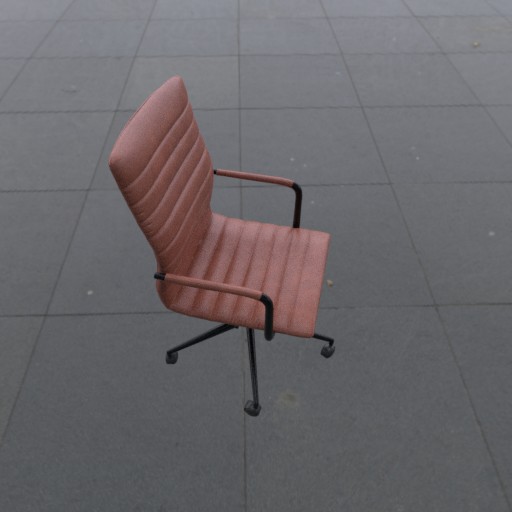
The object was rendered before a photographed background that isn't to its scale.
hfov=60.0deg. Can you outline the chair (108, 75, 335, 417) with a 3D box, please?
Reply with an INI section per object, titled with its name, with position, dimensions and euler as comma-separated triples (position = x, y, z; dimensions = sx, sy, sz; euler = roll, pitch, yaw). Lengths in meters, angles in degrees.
[chair]
position = 0.000, 0.000, 1.315
dimensions = 0.578, 0.878, 0.600
euler = 10, 48, 9
